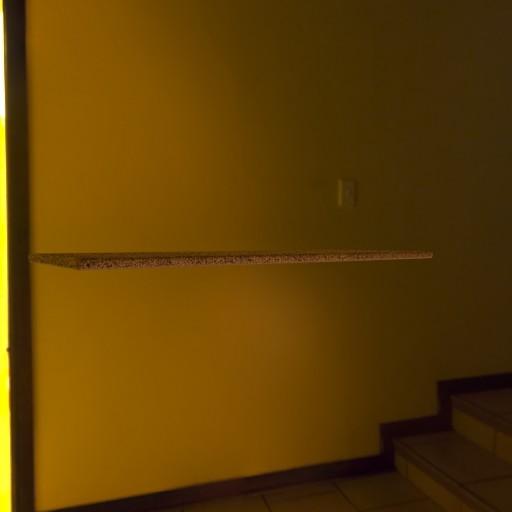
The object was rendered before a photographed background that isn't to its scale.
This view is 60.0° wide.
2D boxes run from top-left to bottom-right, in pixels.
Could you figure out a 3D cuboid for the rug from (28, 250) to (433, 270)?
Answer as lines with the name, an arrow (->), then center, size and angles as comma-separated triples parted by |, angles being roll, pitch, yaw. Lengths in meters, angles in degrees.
rug -> 0.000, 0.000, 1.751 | 1.524, 0.030, 0.609 | -1, 2, -37
